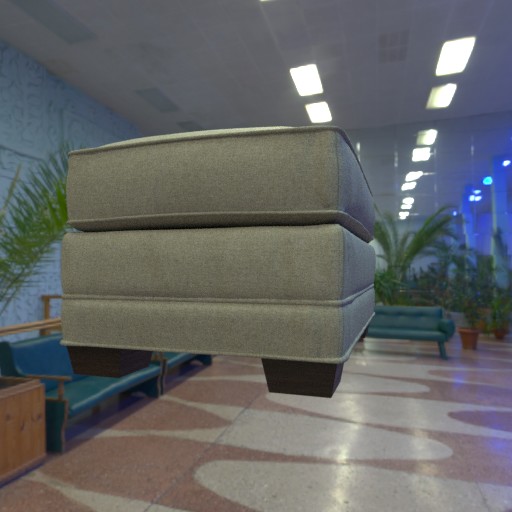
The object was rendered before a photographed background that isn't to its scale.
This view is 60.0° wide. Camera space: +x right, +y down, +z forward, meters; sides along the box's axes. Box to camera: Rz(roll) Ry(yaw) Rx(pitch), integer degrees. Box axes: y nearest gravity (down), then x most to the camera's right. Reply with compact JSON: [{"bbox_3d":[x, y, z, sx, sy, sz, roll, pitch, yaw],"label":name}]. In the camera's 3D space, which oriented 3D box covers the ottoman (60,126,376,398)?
[{"bbox_3d":[0.000,0.000,1.215,0.611,0.508,0.848,0,-2,18],"label":"ottoman"}]
